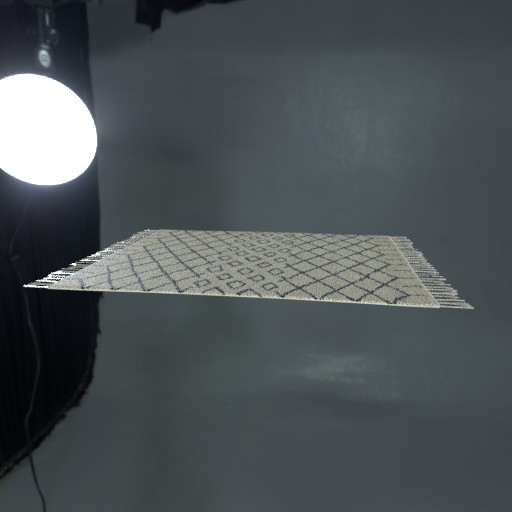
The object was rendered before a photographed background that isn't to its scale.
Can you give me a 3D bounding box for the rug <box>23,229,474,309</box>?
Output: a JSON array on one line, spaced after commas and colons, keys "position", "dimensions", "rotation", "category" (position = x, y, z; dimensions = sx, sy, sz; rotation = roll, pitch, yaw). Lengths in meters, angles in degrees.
[{"position": [0.000, 0.000, 4.248], "dimensions": [3.213, 0.030, 2.388], "rotation": [2, 14, 8], "category": "rug"}]
